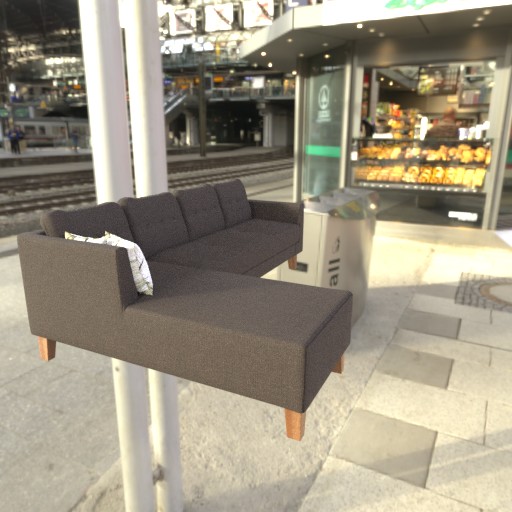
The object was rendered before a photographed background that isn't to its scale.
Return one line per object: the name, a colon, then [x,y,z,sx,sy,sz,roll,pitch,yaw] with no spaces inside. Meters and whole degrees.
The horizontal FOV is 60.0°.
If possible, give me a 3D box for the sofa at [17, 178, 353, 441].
sofa: [0.000,0.000,3.416,1.829,0.932,2.679,8,17,26]
